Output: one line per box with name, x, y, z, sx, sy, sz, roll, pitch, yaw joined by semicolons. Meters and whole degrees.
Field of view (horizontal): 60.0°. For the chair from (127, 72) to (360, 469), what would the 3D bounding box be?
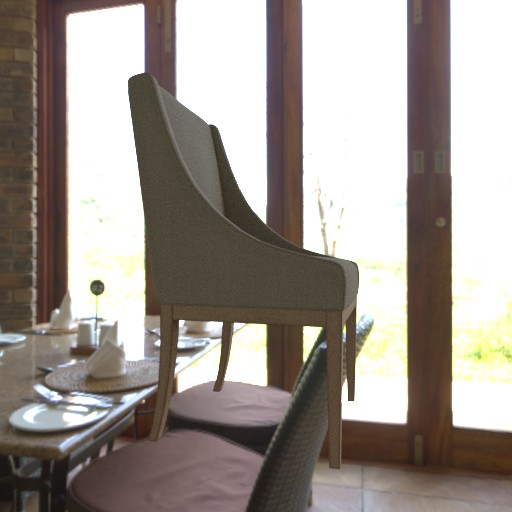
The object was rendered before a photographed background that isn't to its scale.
chair;0.000;0.000;1.401;0.611;1.021;0.575;0;0;16
